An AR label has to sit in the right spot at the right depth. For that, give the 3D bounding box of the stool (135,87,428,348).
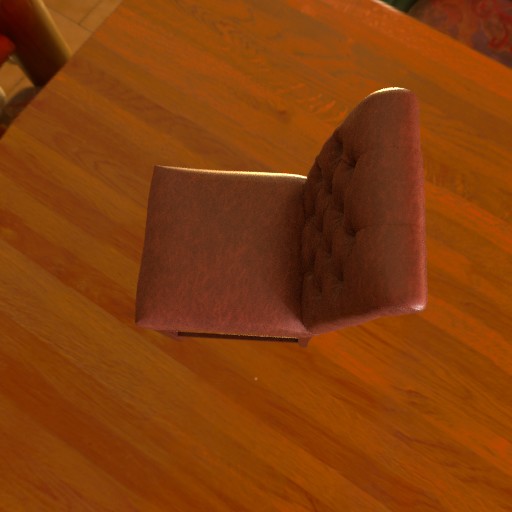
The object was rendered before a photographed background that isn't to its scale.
[{"bbox_3d":[0.000,0.000,1.360,0.660,1.084,0.486,3,75,1],"label":"stool"}]
